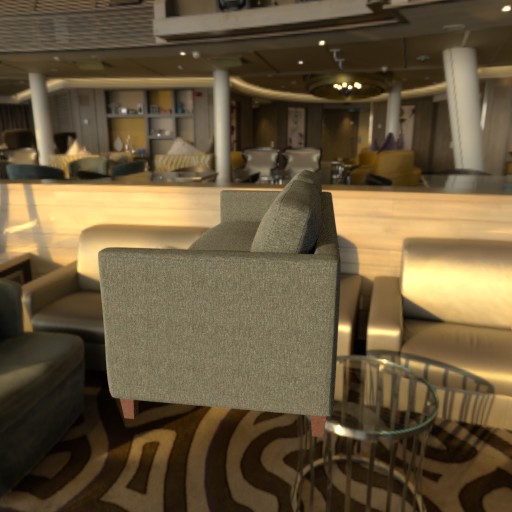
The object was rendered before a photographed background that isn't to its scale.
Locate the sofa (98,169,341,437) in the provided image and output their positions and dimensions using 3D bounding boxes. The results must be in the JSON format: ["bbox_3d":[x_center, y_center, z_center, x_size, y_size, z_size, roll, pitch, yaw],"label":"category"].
[{"bbox_3d":[0.000,0.000,2.732,0.948,0.965,2.208,2,15,8],"label":"sofa"}]
